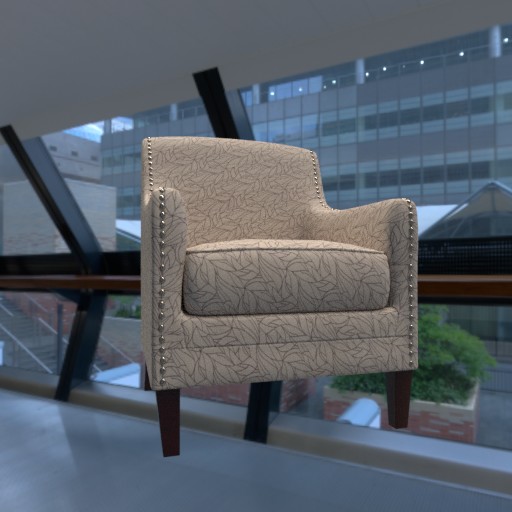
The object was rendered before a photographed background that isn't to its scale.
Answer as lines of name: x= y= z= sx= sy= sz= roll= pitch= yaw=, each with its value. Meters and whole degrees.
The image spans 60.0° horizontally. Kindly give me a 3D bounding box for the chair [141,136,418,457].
chair: x=0.000 y=0.000 z=1.267 sx=0.623 sy=0.816 sz=0.651 roll=0 pitch=-1 yaw=-16
